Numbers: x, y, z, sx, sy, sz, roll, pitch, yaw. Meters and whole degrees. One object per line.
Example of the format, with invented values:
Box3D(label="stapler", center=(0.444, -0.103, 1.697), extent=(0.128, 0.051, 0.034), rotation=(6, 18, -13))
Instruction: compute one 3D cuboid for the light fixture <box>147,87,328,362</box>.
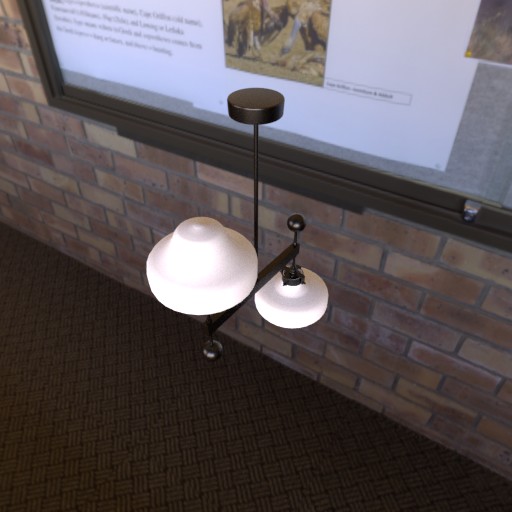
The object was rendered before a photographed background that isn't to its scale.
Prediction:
Box3D(label="light fixture", center=(0.000, 0.000, 1.032), extent=(0.422, 0.743, 0.489), rotation=(0, 40, 0))
